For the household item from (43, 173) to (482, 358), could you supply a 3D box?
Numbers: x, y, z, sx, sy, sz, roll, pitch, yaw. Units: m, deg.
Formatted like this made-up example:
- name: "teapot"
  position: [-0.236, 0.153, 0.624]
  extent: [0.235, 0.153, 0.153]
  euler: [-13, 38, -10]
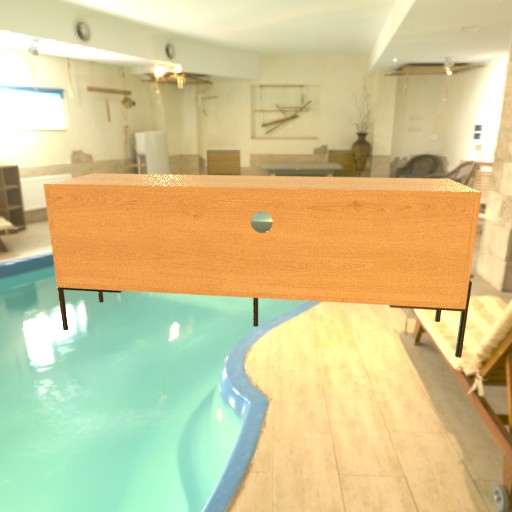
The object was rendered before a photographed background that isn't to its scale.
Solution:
- name: "household item"
  position: [0.000, 0.000, 1.784]
  extent: [1.550, 0.600, 0.400]
  euler: [2, 16, 8]
